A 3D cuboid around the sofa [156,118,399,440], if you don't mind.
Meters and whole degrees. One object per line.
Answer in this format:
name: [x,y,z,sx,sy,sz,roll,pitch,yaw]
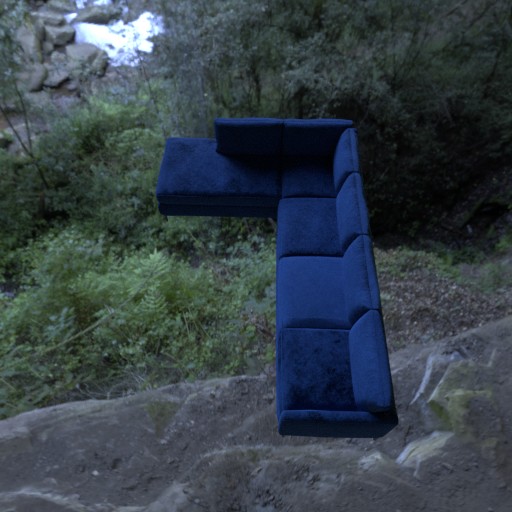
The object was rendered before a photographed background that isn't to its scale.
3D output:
sofa: [0.000,0.000,3.930,2.007,0.815,2.949,1,58,1]
